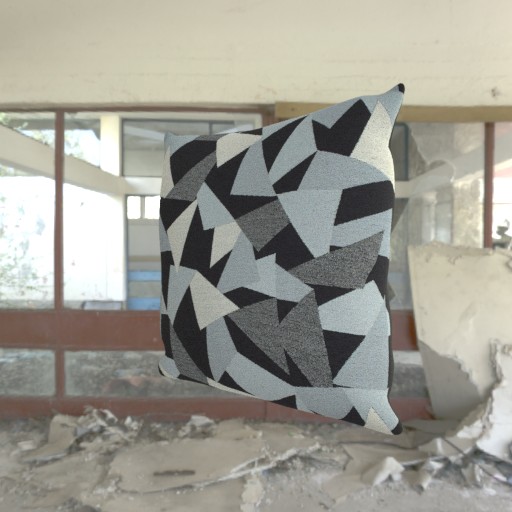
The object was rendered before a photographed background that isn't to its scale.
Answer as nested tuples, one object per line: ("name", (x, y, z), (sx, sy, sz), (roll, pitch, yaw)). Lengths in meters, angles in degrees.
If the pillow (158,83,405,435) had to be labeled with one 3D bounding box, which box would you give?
("pillow", (0.000, 0.000, 0.757), (0.503, 0.496, 0.208), (1, 1, 37))
